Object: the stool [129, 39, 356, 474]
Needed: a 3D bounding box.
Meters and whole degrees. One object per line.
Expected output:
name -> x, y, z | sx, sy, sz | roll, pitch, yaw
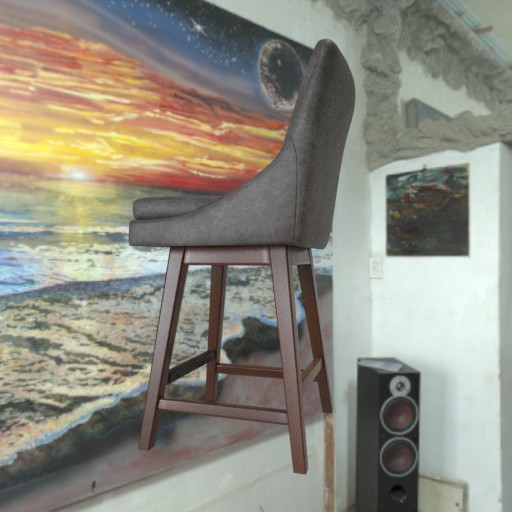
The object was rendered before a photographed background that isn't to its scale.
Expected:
stool -> 0.000, 0.000, 1.347 | 0.587, 1.046, 0.492 | 0, 0, 18
